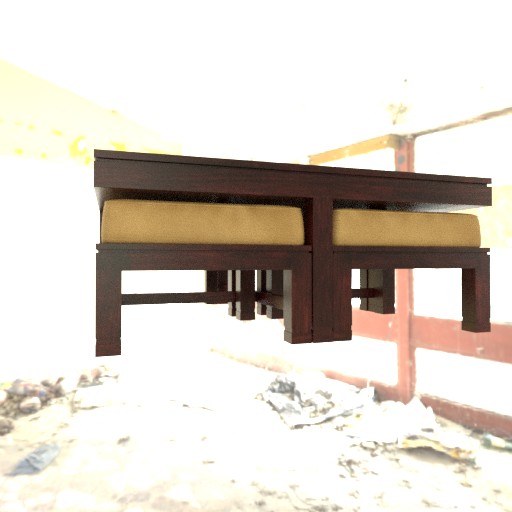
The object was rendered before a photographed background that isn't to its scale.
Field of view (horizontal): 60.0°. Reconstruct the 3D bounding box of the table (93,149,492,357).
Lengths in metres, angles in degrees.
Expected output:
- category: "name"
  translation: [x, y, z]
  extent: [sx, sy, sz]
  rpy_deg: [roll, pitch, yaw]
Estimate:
- category: "table"
  translation: [0.000, 0.000, 1.299]
  extent: [0.865, 0.356, 0.865]
  rpy_deg: [0, -1, -18]
